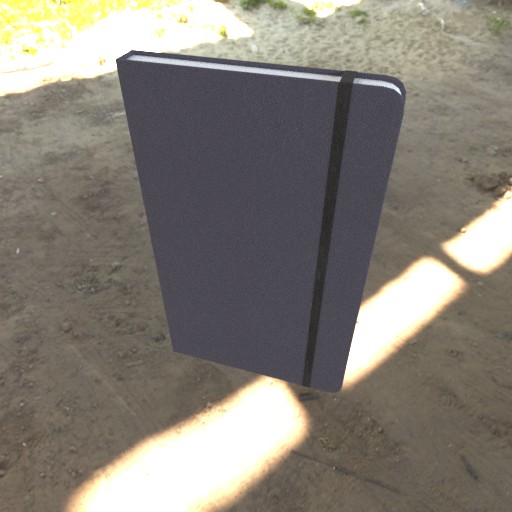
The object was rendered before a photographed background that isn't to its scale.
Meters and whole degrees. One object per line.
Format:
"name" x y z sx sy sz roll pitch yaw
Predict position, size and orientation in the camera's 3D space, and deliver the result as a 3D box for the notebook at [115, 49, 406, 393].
"notebook" 0.000 0.000 0.258 0.127 0.213 0.016 11 42 13
